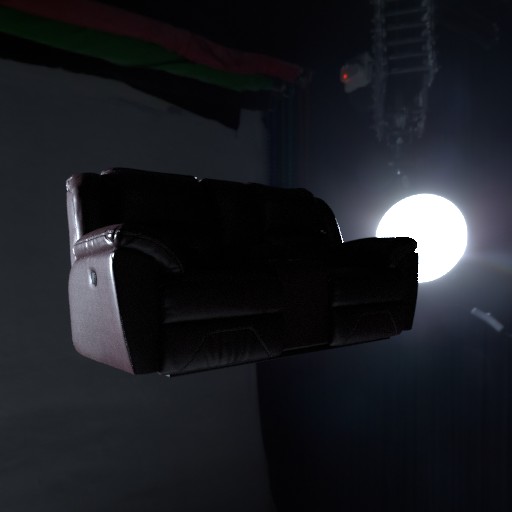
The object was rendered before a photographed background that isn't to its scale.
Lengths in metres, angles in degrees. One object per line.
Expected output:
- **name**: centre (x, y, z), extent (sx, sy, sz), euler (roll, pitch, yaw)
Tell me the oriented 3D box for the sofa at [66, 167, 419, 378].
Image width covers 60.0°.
- **sofa**: centre (0.000, 0.000, 2.672), extent (2.058, 1.043, 0.991), euler (0, 0, -37)
